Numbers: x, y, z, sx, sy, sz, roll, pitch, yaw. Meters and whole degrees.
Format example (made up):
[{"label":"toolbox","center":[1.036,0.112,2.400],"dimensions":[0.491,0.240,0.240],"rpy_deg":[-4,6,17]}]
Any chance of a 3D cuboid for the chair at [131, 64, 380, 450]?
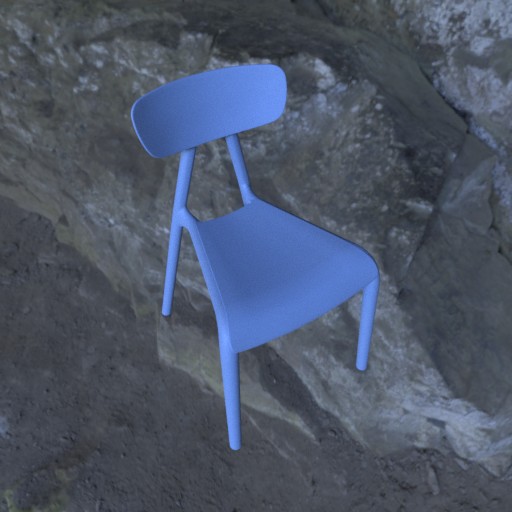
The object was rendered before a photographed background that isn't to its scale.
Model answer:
[{"label":"chair","center":[0.000,0.000,0.856],"dimensions":[0.356,0.580,0.401],"rpy_deg":[-24,51,-22]}]
